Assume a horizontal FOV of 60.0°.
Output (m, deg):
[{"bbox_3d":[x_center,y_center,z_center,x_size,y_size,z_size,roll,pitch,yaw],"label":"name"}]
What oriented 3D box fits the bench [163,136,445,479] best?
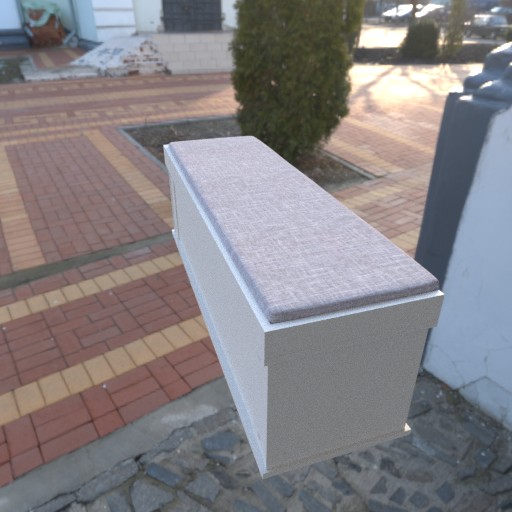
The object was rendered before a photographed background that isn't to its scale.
[{"bbox_3d":[0.000,0.000,1.365,0.363,0.453,1.196,-9,30,-16],"label":"bench"}]
